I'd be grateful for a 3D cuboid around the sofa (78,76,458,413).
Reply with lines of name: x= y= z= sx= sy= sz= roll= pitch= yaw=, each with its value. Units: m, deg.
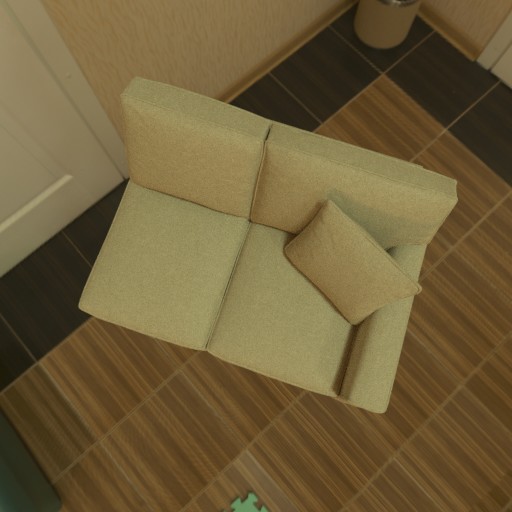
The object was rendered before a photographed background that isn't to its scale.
sofa: x=0.000 y=0.000 z=2.029 sx=1.388 sy=0.989 sz=0.991 roll=18 pitch=76 yaw=5
